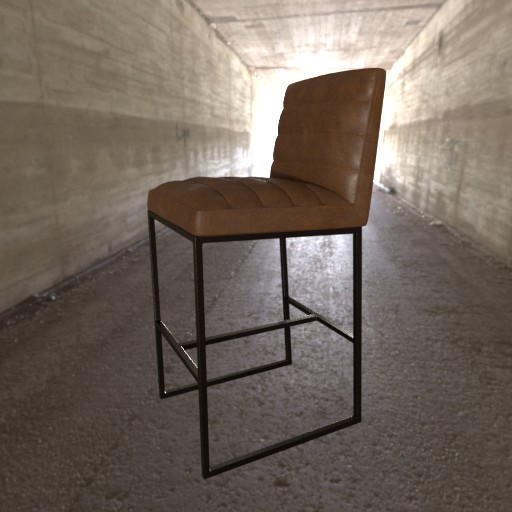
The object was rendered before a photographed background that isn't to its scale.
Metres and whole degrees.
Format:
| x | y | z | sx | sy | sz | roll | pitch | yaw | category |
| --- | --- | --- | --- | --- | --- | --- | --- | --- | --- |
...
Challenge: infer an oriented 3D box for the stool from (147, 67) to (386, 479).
| x | y | z | sx | sy | sz | roll | pitch | yaw | category |
| --- | --- | --- | --- | --- | --- | --- | --- | --- | --- |
| 0.000 | 0.000 | 1.350 | 0.562 | 1.065 | 0.463 | -8 | 17 | -26 | stool |
